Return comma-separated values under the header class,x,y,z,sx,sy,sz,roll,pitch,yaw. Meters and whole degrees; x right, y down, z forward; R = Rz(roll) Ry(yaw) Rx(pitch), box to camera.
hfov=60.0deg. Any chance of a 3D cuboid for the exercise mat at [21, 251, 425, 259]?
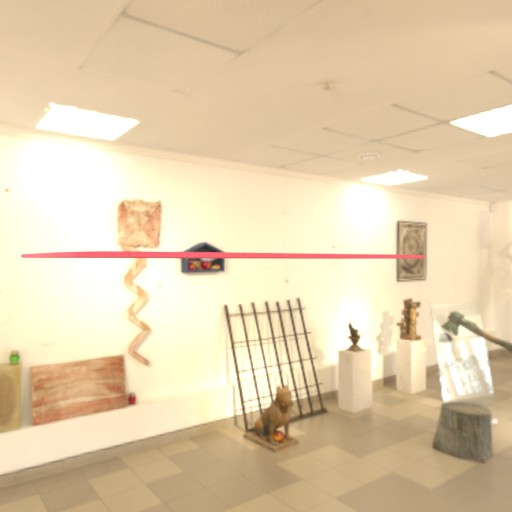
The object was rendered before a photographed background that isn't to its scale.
class,x,y,z,sx,sy,sz,roll,pitch,yaw
exercise mat,0.000,0.000,2.071,1.884,0.021,0.616,0,-1,-37
